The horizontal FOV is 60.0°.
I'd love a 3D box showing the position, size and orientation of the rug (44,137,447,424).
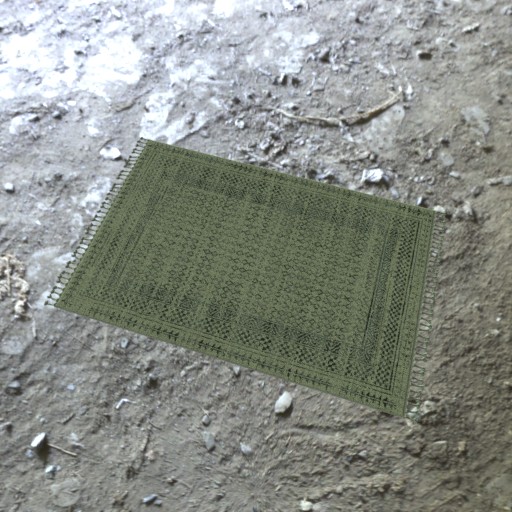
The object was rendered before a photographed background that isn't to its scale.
[{"bbox_3d":[0.000,0.000,3.091,2.486,0.013,1.548,16,63,8],"label":"rug"}]
